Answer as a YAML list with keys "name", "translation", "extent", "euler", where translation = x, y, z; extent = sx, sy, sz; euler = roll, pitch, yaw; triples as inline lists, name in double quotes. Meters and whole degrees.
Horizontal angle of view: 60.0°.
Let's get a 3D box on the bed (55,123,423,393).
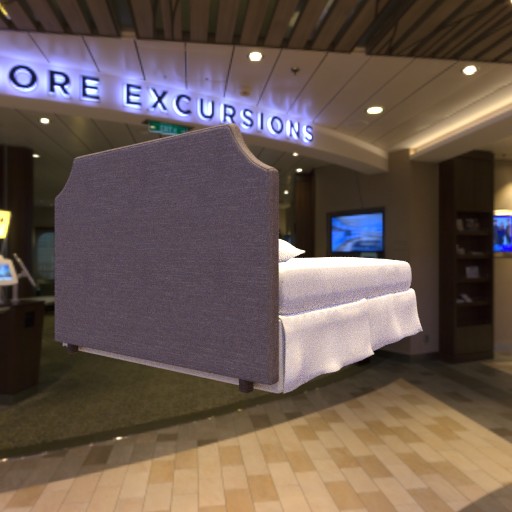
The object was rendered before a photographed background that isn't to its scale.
- name: "bed"
  translation: [0.000, 0.000, 4.204]
  extent: [2.350, 1.590, 2.773]
  euler: [0, 0, 36]
